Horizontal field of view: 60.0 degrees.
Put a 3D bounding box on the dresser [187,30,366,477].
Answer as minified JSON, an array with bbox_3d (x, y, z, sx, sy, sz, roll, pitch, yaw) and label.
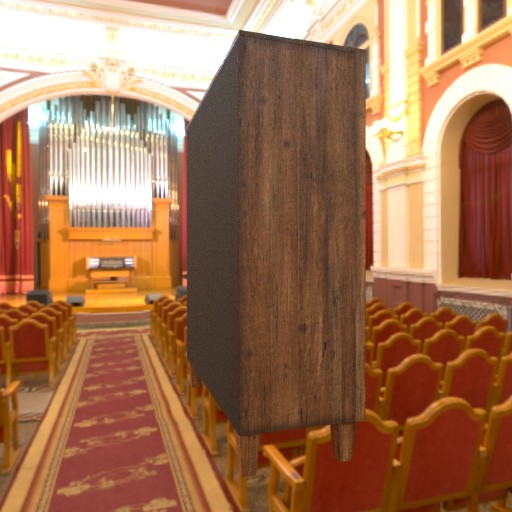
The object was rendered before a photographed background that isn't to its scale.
[{"bbox_3d":[0.000,0.000,1.904,0.438,1.359,1.067,0,0,-17],"label":"dresser"}]
